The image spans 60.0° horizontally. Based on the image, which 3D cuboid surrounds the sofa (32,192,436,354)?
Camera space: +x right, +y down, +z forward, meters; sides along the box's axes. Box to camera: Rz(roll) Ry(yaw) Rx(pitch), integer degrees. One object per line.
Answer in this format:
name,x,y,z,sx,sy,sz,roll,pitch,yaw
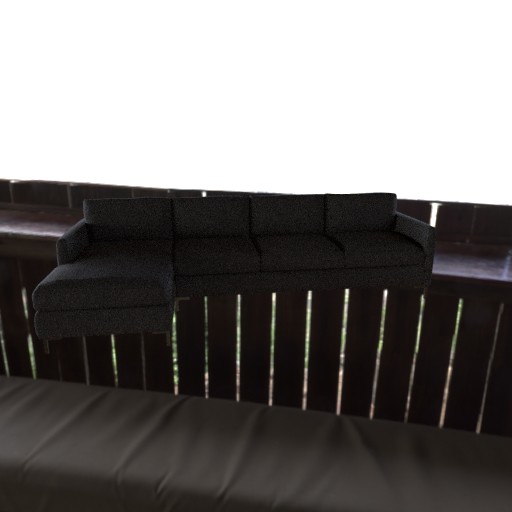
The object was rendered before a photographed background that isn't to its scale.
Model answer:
sofa,0.000,0.000,3.467,2.932,0.810,1.350,-2,16,-8
